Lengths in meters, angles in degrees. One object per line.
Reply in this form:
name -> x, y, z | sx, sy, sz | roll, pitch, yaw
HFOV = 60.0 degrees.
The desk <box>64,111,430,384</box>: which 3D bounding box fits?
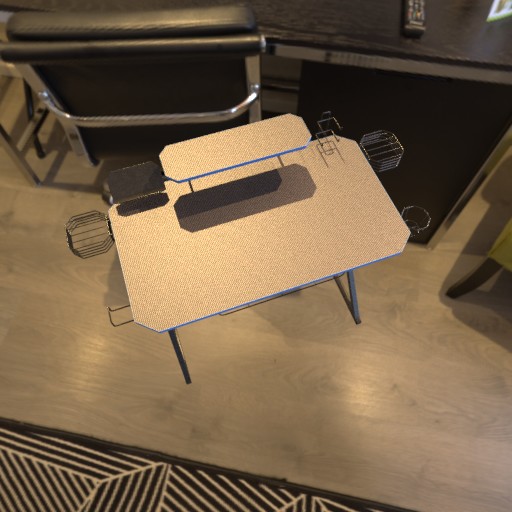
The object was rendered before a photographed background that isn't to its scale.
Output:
desk -> 0.000, 0.000, 1.832 | 1.295, 0.909, 0.594 | -17, 63, -9
